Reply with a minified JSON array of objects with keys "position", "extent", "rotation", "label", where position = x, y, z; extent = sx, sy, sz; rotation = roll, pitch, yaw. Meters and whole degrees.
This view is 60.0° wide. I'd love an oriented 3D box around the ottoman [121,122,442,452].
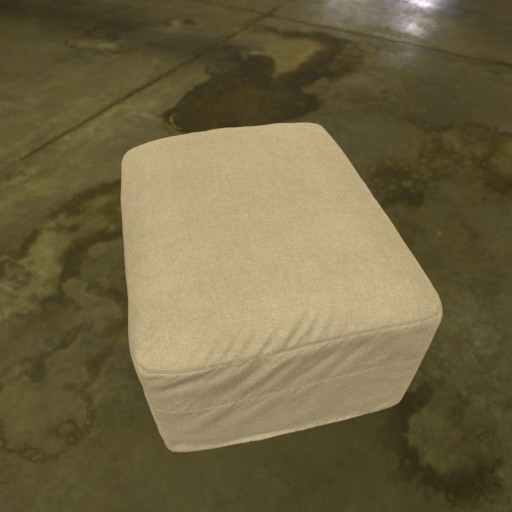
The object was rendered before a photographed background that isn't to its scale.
[{"position":[0.000,0.000,1.253],"extent":[0.683,0.481,0.837],"rotation":[-10,47,-10],"label":"ottoman"}]
